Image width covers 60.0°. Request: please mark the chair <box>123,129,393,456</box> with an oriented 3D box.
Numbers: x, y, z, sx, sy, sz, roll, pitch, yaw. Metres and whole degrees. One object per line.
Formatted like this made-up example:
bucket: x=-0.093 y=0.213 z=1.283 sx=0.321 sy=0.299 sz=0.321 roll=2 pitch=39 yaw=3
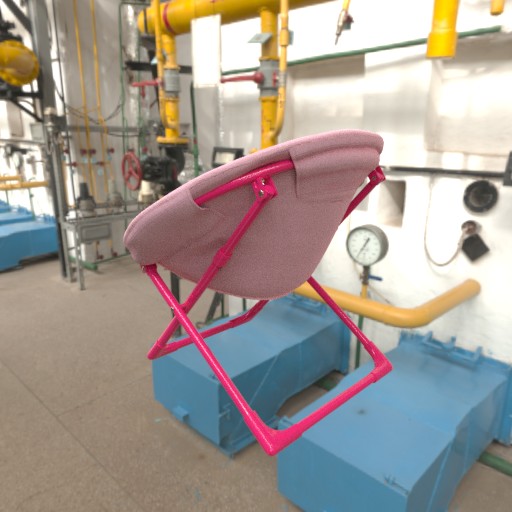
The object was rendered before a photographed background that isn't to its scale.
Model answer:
chair: x=0.000 y=0.000 z=0.902 sx=0.522 sy=0.494 sz=0.459 roll=-15 pitch=21 yaw=-43
